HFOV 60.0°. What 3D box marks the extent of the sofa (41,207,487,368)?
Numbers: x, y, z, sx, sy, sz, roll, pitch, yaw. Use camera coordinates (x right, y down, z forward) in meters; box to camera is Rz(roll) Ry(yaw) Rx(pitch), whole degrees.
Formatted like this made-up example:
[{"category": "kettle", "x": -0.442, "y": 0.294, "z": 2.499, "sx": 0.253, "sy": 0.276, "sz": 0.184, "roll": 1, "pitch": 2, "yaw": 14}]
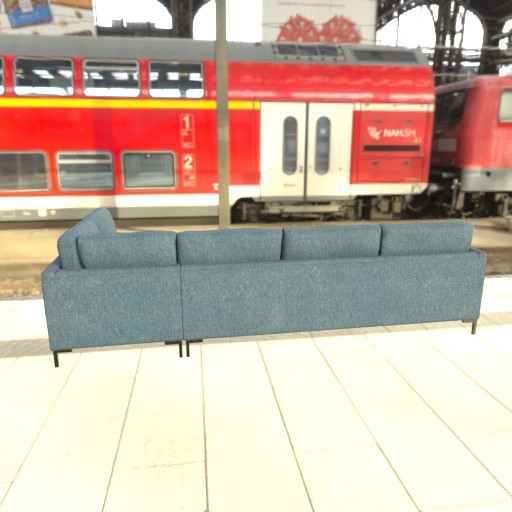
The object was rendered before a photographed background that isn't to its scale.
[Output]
[{"category": "sofa", "x": 0.000, "y": 0.000, "z": 3.800, "sx": 2.949, "sy": 0.815, "sz": 2.007, "roll": -2, "pitch": 14, "yaw": -10}]
